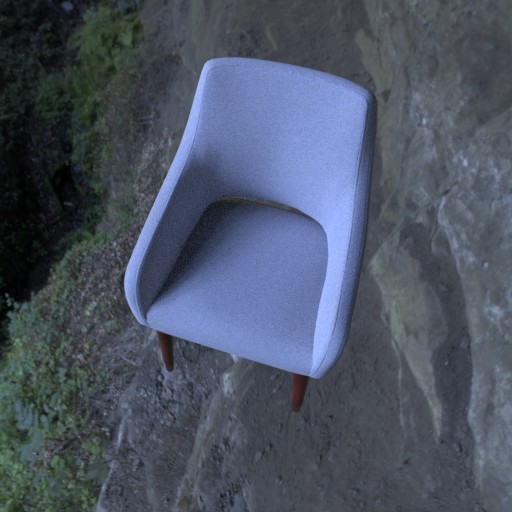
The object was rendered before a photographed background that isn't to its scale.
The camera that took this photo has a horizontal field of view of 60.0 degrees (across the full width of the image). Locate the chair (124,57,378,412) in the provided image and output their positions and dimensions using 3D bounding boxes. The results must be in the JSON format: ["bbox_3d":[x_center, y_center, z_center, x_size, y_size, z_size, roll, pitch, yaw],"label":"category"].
[{"bbox_3d":[0.000,0.000,1.318,0.609,0.889,0.600,15,60,9],"label":"chair"}]
